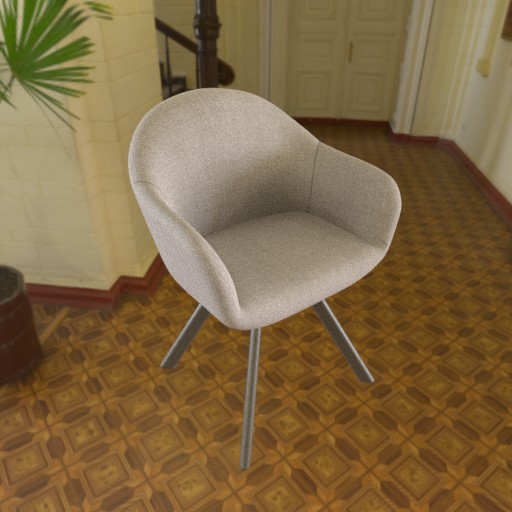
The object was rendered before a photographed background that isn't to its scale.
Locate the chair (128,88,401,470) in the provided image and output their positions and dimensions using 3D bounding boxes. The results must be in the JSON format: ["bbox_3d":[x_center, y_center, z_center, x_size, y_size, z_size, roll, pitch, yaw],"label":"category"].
[{"bbox_3d":[0.000,0.000,1.200,0.590,0.795,0.550,-21,37,-31],"label":"chair"}]
